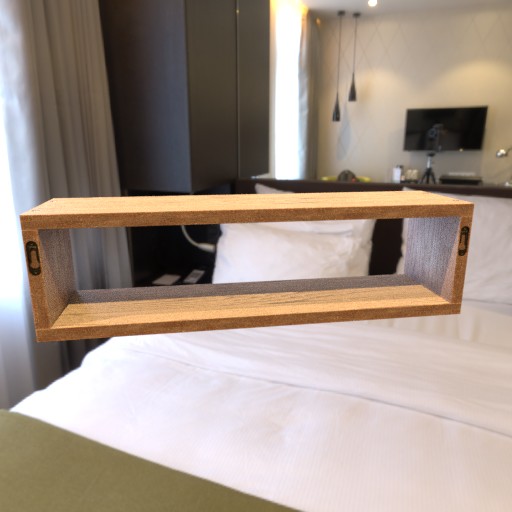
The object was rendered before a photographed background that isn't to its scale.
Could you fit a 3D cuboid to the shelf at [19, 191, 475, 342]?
[{"bbox_3d":[0.000,0.000,0.681,0.610,0.170,0.150,-2,15,-9],"label":"shelf"}]
